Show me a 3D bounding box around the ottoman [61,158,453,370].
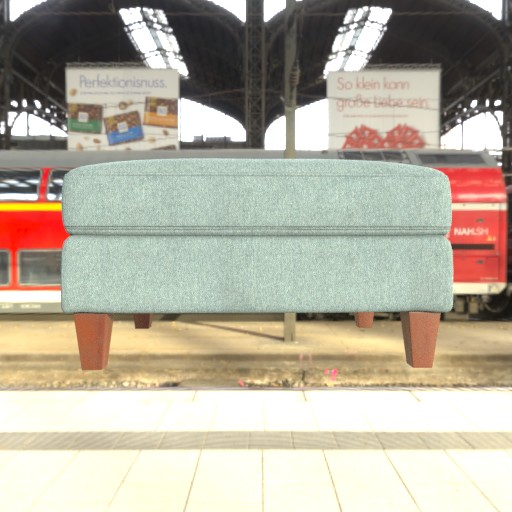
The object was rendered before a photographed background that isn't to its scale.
[{"bbox_3d":[0.000,0.000,1.220,0.864,0.483,0.584,0,2,-1],"label":"ottoman"}]
